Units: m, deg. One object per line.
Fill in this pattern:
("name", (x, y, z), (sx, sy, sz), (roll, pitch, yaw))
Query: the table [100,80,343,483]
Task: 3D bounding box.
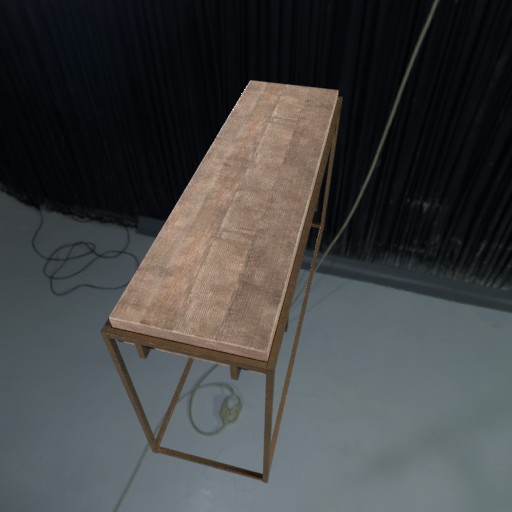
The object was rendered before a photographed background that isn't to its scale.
("table", (0.000, 0.000, 1.797), (0.440, 0.820, 1.400), (10, 47, 10))
